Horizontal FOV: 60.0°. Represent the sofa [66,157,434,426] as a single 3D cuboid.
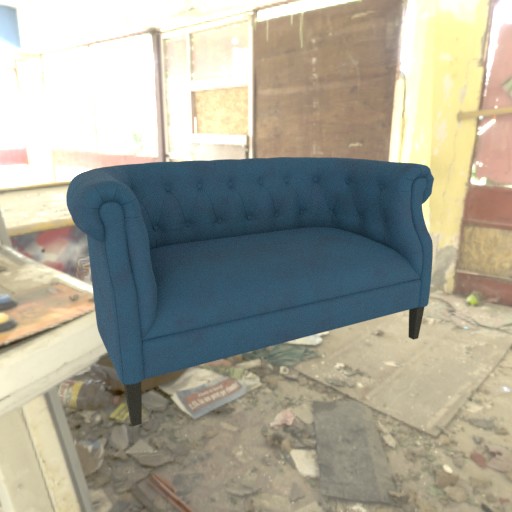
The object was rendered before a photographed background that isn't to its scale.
[{"bbox_3d":[0.000,0.000,2.033,1.558,0.827,0.835,-9,19,-27],"label":"sofa"}]
